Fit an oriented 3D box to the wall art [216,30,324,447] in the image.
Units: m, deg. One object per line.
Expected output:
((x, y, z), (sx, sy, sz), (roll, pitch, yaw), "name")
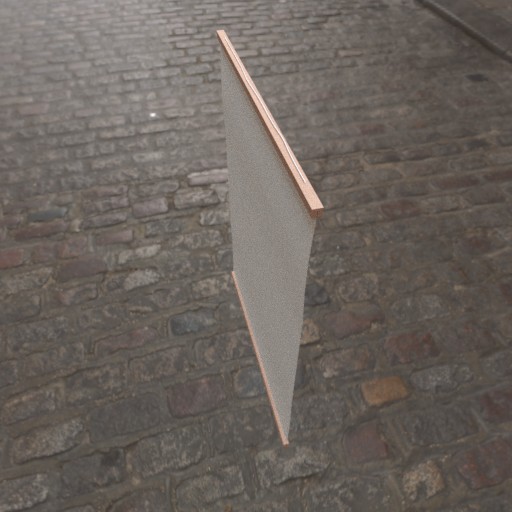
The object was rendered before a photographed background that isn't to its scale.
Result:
((0.000, 0.000, 1.310), (0.020, 1.013, 0.758), (-11, 48, -10), "wall art")
